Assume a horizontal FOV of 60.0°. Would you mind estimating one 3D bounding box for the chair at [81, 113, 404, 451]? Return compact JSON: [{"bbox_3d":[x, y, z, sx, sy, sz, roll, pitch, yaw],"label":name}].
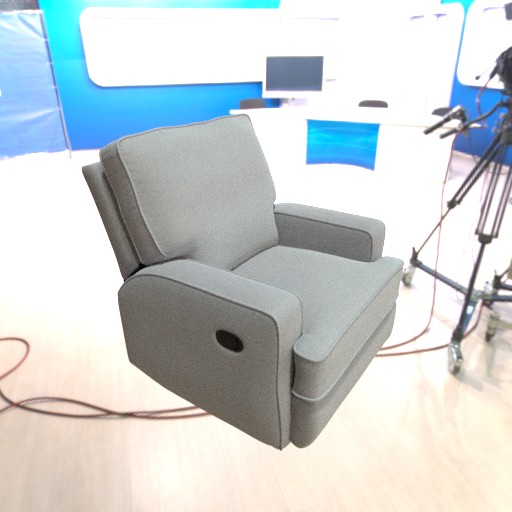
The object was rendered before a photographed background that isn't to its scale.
[{"bbox_3d":[0.000,0.000,1.712,0.969,0.964,0.861,17,31,31],"label":"chair"}]
